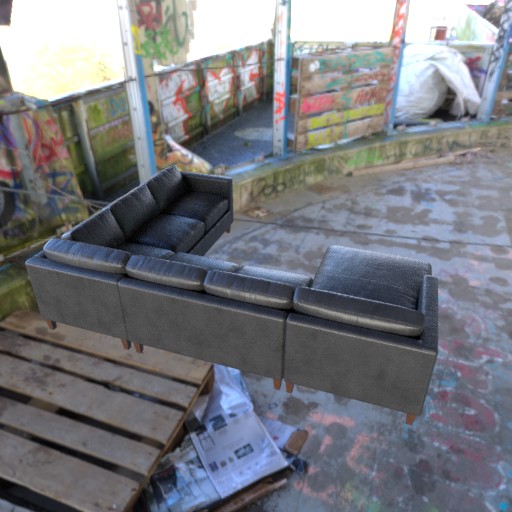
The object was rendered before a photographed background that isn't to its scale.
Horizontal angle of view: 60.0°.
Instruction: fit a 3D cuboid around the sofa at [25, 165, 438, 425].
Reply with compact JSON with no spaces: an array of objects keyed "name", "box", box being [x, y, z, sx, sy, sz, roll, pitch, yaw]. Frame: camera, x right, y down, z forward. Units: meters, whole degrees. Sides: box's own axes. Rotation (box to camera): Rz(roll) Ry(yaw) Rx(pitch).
[{"name":"sofa","box":[0.000,0.000,4.428,3.324,0.891,2.452,10,32,17]}]
